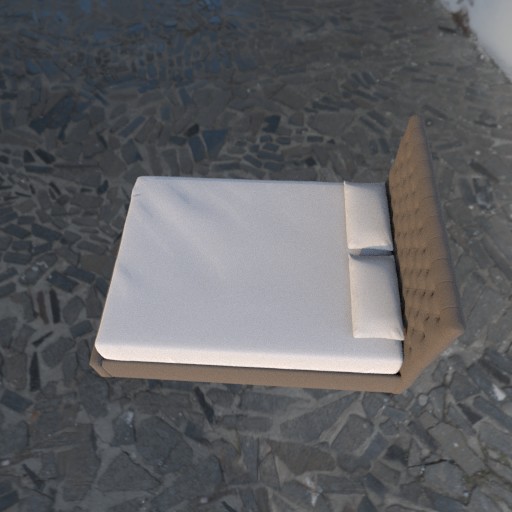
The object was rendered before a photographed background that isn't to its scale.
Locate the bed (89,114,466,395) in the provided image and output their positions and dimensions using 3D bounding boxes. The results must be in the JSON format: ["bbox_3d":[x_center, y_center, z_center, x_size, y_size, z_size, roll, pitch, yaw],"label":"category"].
[{"bbox_3d":[0.000,0.000,3.419,2.387,1.427,1.698,3,59,2],"label":"bed"}]
